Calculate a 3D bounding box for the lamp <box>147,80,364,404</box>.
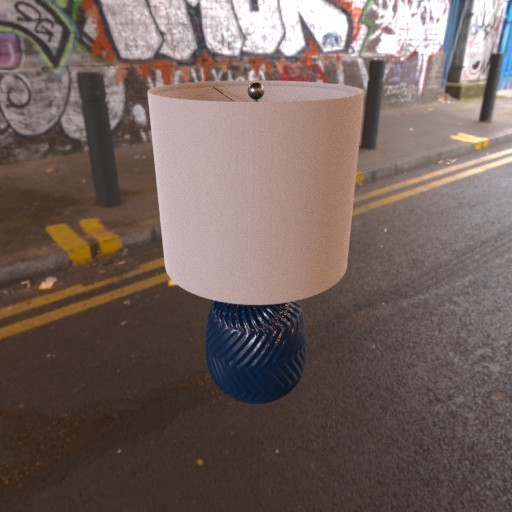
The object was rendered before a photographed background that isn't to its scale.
[{"bbox_3d":[0.000,0.000,0.502,0.203,0.368,0.203,0,26,1],"label":"lamp"}]
